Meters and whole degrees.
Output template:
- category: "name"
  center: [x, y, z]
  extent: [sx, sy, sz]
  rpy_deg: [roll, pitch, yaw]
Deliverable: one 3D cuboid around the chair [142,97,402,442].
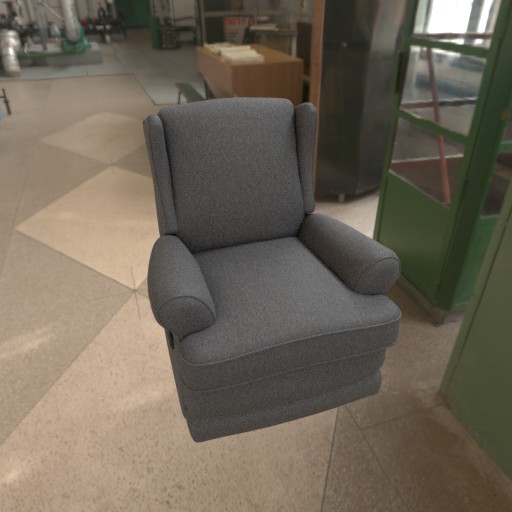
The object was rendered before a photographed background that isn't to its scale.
- category: "chair"
  center: [0.000, 0.000, 1.711]
  extent: [0.847, 1.011, 0.969]
  rpy_deg: [-10, 33, -15]
